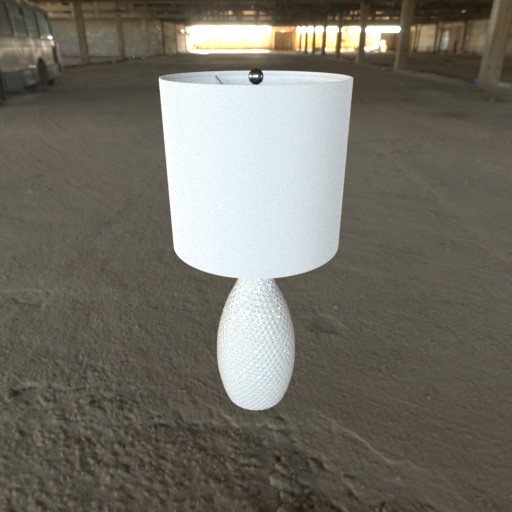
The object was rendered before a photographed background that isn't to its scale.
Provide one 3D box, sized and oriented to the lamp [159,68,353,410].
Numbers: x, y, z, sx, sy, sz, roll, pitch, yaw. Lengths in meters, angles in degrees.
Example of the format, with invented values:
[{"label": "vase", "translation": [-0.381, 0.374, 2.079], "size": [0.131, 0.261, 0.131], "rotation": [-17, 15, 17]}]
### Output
[{"label": "lamp", "translation": [0.000, 0.000, 0.597], "size": [0.214, 0.466, 0.214], "rotation": [0, 26, 0]}]
